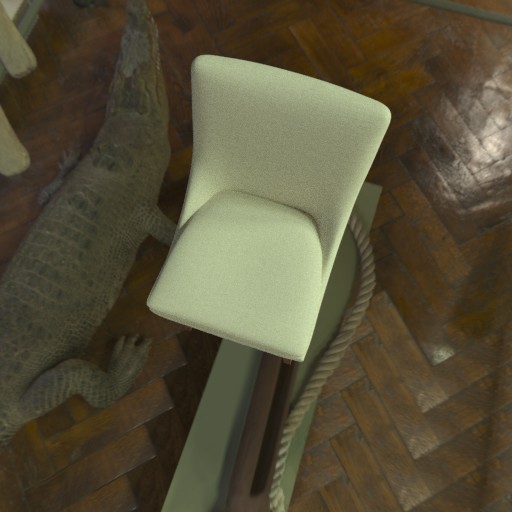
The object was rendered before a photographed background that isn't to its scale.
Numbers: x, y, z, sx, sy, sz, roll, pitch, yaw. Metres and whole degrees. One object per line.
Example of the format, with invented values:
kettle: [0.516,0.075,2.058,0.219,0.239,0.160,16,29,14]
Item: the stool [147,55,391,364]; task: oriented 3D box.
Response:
stool: [0.000,0.000,1.403,0.470,1.097,0.559,17,75,5]
